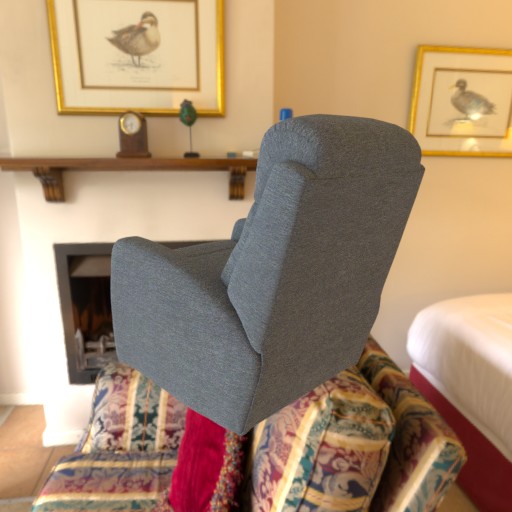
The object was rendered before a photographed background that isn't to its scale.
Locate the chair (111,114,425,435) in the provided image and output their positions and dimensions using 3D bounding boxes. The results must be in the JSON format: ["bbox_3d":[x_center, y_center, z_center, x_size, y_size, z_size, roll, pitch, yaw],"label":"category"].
[{"bbox_3d":[0.000,0.000,1.730,1.043,1.013,0.798,14,20,43],"label":"chair"}]
